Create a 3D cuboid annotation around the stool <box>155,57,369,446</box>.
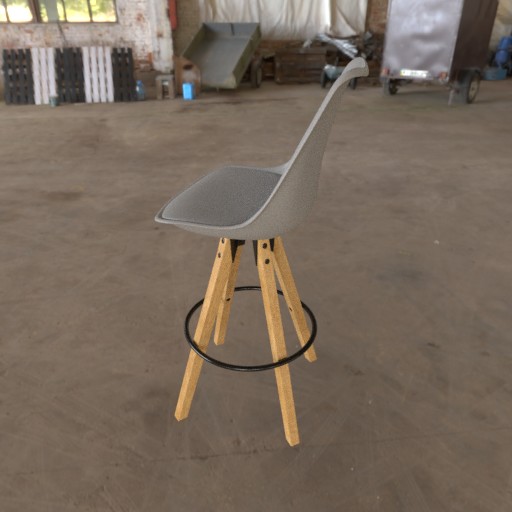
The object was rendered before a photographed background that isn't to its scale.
[{"bbox_3d":[0.000,0.000,1.369,0.550,1.115,0.485,7,30,13],"label":"stool"}]
